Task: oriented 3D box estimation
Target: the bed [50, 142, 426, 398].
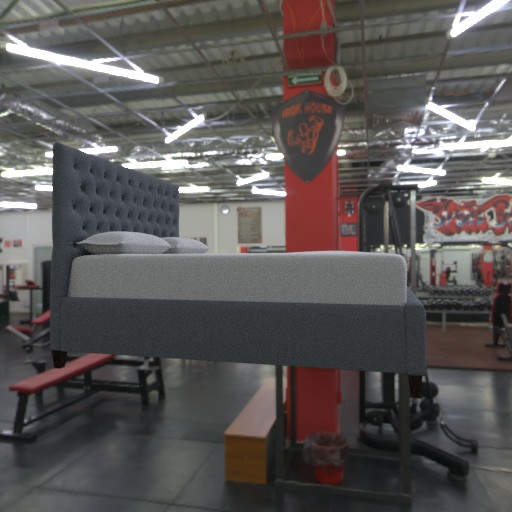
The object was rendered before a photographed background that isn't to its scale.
[{"bbox_3d":[0.000,0.000,3.279,2.231,1.427,1.698,0,-1,16],"label":"bed"}]
